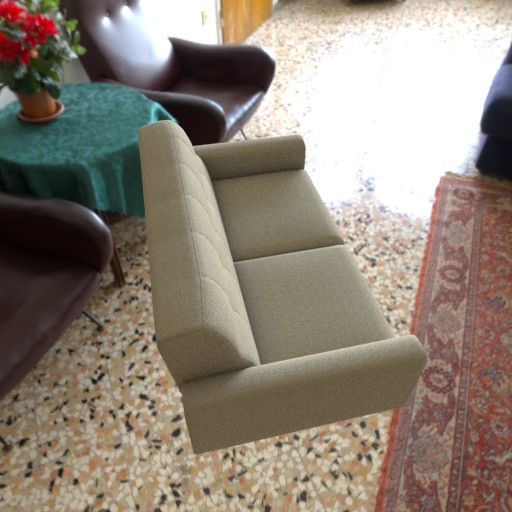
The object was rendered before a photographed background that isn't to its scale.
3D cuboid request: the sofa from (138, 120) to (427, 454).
[{"bbox_3d":[0.000,0.000,2.249,0.980,0.892,1.655,-9,46,-9],"label":"sofa"}]
